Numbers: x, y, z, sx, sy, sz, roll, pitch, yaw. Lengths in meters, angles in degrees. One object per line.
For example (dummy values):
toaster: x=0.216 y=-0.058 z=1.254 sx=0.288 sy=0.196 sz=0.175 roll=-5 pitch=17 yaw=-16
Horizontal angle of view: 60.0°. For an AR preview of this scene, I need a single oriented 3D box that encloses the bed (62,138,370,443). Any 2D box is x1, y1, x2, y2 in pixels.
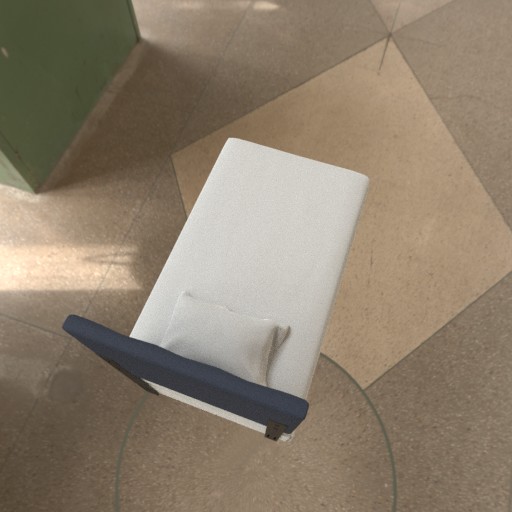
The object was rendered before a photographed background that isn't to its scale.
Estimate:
bed: x=0.000 y=0.000 z=2.974 sx=1.261 sy=1.571 sz=1.997 roll=18 pitch=65 yaw=9
